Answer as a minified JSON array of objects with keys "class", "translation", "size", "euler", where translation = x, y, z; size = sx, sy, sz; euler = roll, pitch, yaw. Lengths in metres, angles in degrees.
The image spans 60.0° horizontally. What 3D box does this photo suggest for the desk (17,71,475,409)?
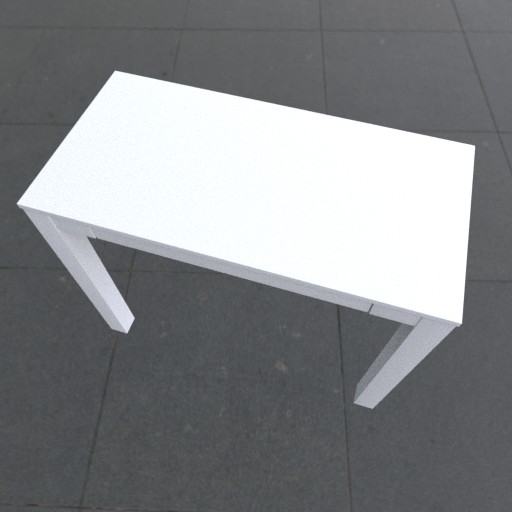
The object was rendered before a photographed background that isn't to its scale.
[{"class":"desk","translation":[0.000,0.000,1.384],"size":[0.990,0.762,0.497],"euler":[15,60,9]}]
